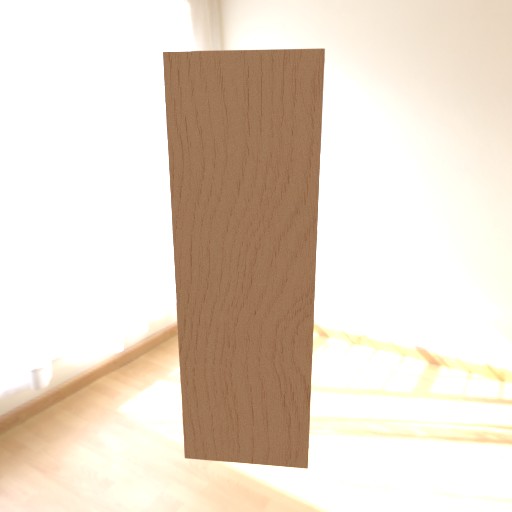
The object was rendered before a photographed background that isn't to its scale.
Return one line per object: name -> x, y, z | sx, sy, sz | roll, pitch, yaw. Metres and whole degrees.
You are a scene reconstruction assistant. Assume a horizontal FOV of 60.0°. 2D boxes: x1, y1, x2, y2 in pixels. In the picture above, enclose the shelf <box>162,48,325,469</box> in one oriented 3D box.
shelf -> 0.000, 0.000, 0.754 | 0.200, 0.600, 0.290 | 2, 17, 6
